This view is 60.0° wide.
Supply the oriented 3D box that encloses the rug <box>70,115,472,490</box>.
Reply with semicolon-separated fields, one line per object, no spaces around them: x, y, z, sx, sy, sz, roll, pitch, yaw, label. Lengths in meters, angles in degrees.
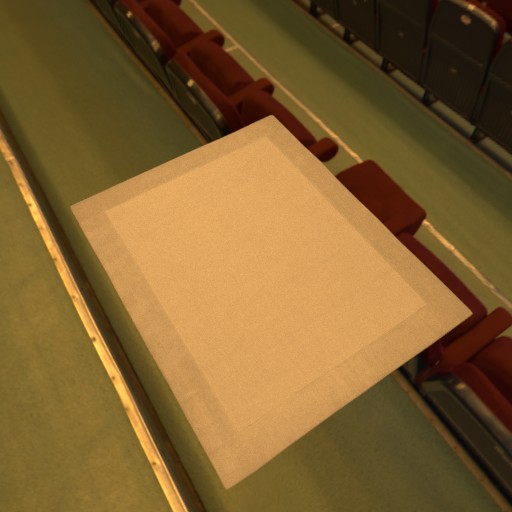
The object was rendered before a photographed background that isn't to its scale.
0.000;0.000;4.037;2.430;0.018;2.976;-29;62;-17;rug
